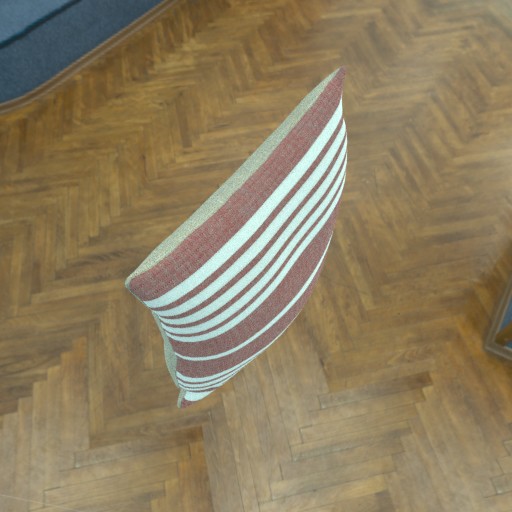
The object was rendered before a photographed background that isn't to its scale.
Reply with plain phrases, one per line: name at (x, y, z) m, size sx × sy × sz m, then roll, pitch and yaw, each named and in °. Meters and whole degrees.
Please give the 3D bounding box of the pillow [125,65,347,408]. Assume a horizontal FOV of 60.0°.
pillow at (0.000, 0.000, 0.684) m, size 0.182 × 0.427 × 0.439 m, roll 30°, pitch 62°, yaw 18°
